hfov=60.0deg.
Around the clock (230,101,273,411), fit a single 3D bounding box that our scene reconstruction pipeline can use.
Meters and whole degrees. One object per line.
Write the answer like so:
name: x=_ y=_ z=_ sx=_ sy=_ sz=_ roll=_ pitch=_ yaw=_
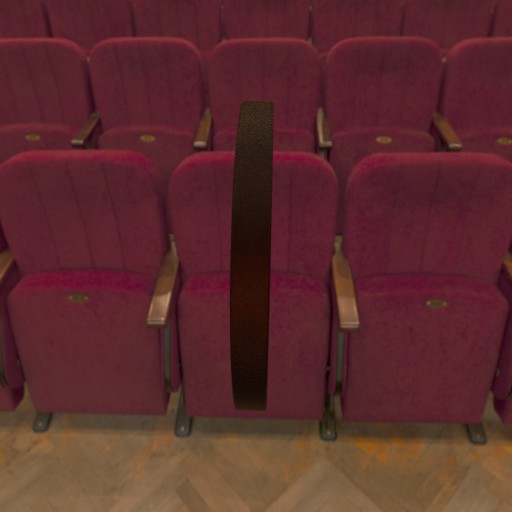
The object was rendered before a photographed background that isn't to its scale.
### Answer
clock: x=0.000 y=0.000 z=0.476 sx=0.029 sy=0.314 sz=0.314 roll=1 pitch=41 yaw=1
